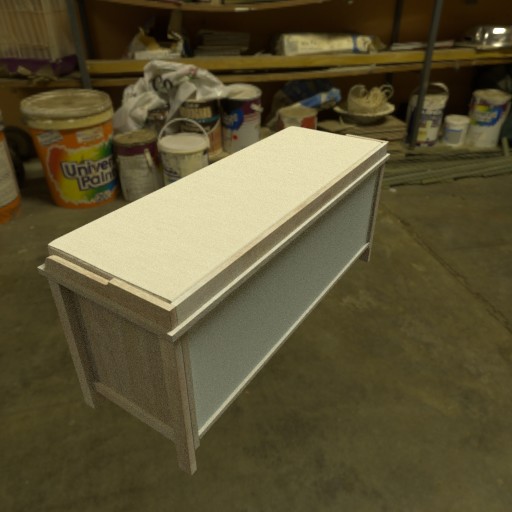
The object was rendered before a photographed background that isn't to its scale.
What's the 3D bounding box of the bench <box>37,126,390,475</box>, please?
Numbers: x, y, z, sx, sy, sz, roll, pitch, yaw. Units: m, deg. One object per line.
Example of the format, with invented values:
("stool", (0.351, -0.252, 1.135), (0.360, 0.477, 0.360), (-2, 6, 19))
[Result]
("bench", (0.000, 0.000, 1.391), (0.398, 0.501, 1.140), (20, 37, 28))
